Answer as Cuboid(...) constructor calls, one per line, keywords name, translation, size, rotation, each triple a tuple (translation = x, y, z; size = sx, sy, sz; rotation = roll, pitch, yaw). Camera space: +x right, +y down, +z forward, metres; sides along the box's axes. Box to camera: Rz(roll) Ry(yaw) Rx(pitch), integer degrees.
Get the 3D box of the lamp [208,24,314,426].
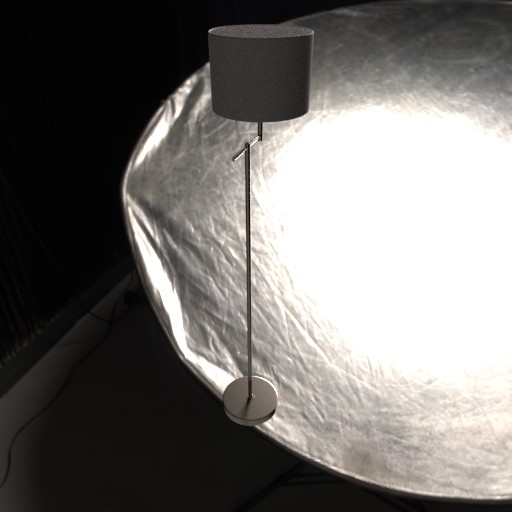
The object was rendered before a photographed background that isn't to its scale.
Cuboid(name="lamp", translation=(0.000, 0.000, 1.764), size=(0.324, 1.600, 0.416), rotation=(11, 35, 16))
